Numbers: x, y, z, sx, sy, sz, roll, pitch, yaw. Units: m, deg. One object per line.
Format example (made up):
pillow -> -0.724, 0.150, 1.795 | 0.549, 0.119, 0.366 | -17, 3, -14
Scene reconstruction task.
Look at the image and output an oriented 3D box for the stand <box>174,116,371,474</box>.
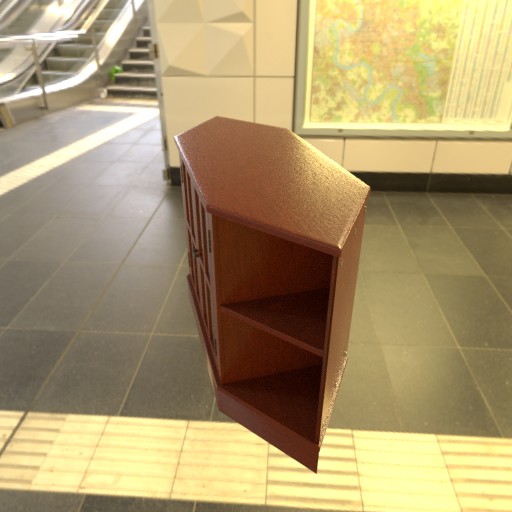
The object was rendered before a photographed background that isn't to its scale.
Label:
stand -> 0.000, 0.000, 1.351 | 0.381, 0.614, 1.072 | -8, 31, -14
